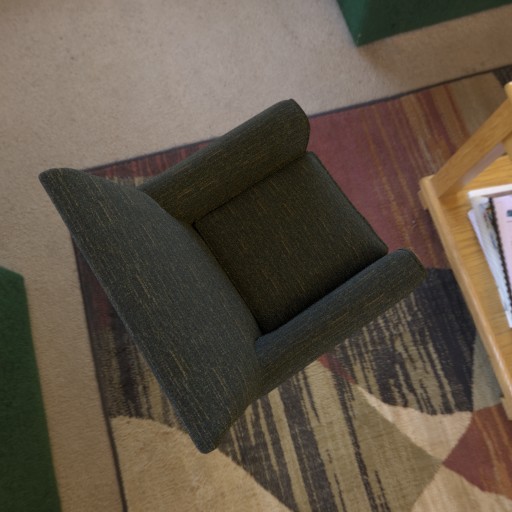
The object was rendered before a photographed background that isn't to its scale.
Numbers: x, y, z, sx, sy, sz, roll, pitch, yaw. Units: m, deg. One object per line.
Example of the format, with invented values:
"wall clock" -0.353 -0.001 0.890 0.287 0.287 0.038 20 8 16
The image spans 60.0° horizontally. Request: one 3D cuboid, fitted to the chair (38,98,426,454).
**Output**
"chair" 0.000 0.000 1.618 0.873 0.928 0.864 -33 78 -8
